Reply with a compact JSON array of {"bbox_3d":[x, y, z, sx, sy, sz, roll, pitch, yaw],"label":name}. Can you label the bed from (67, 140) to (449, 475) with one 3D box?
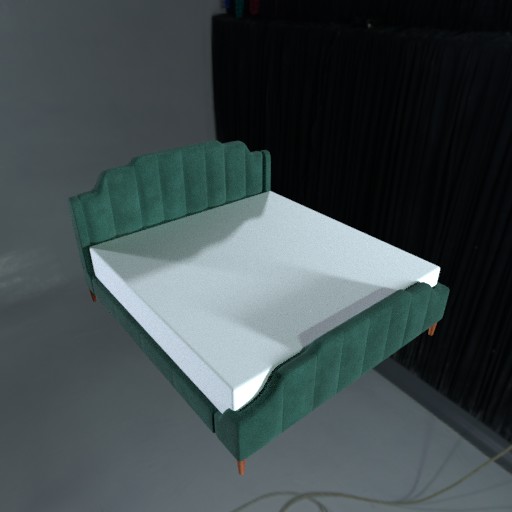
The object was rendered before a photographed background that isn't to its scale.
[{"bbox_3d":[0.000,0.000,3.567,2.074,1.245,2.340,-22,37,-33],"label":"bed"}]
